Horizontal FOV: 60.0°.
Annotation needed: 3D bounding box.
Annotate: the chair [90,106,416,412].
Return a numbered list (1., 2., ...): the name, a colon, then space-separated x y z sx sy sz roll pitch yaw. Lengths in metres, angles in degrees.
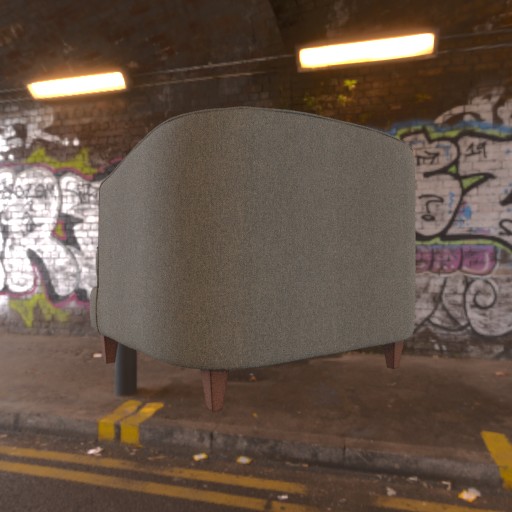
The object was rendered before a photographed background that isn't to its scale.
1. chair: 0.000 0.000 1.755 1.094 0.852 0.945 0 1 -35
